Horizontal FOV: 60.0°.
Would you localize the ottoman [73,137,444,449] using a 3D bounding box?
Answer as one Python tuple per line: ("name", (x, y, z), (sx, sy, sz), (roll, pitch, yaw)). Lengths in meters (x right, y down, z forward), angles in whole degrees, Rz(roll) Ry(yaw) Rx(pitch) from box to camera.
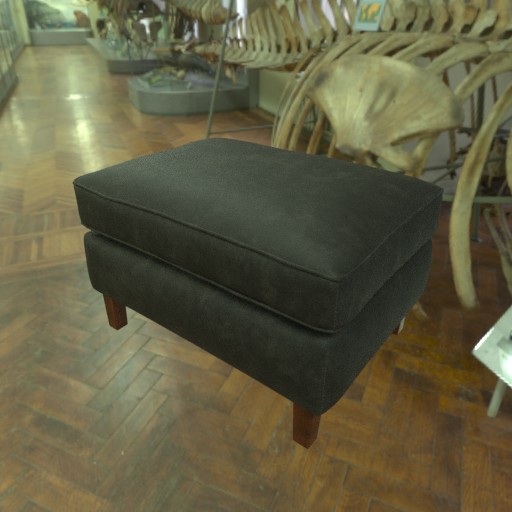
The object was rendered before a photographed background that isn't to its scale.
("ottoman", (0.000, 0.000, 1.005), (0.665, 0.413, 0.501), (21, 35, 33))
